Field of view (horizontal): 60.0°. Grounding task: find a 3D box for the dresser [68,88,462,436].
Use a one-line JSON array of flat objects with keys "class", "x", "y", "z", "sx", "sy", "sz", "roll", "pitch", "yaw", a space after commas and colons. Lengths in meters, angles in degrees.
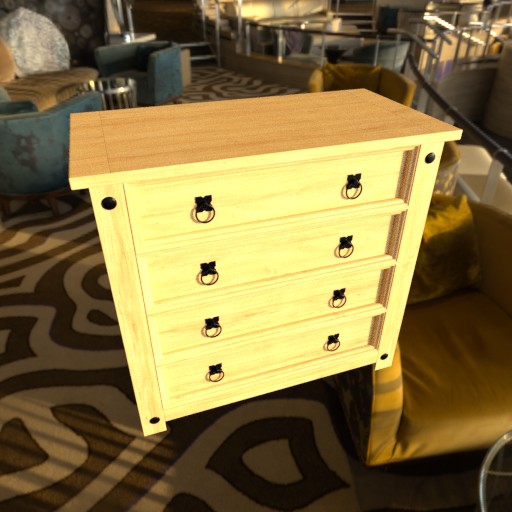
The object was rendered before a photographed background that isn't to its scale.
[{"class": "dresser", "x": 0.000, "y": 0.000, "z": 1.206, "sx": 0.800, "sy": 0.730, "sz": 0.410, "roll": -11, "pitch": 35, "yaw": -16}]
